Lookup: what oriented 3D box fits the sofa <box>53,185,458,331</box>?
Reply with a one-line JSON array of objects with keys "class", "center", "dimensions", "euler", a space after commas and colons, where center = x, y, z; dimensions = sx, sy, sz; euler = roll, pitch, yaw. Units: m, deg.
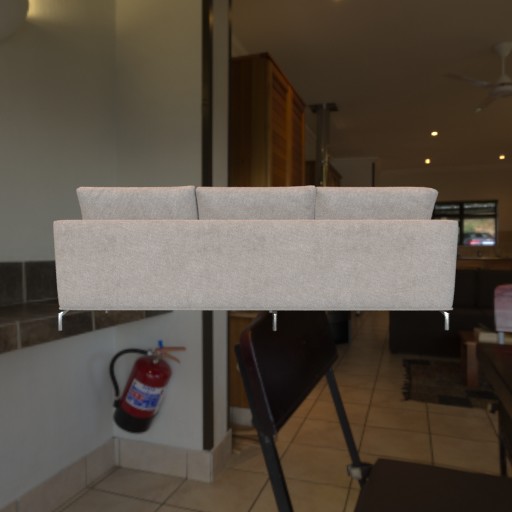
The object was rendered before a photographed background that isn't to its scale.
[{"class": "sofa", "center": [0.000, 0.000, 3.785], "dimensions": [2.438, 0.864, 2.438], "euler": [0, 0, 0]}]
